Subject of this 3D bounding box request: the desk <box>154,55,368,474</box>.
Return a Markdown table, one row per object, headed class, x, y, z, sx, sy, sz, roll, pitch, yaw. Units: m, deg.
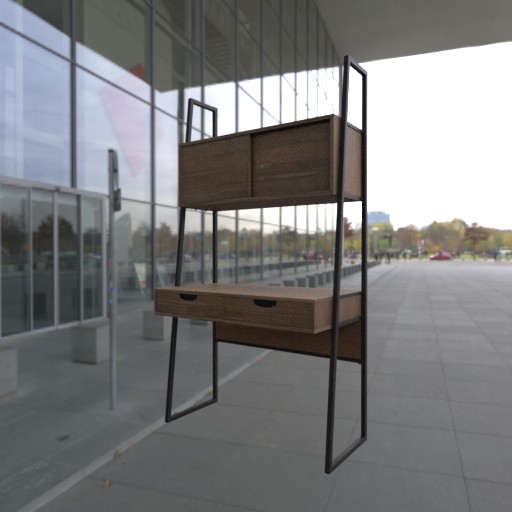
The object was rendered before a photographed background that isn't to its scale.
| class | x | y | z | sx | sy | sz | roll | pitch | yaw |
| --- | --- | --- | --- | --- | --- | --- | --- | --- | --- |
| desk | 0.000 | 0.000 | 2.250 | 0.982 | 1.809 | 0.515 | 0 | 1 | 35 |
